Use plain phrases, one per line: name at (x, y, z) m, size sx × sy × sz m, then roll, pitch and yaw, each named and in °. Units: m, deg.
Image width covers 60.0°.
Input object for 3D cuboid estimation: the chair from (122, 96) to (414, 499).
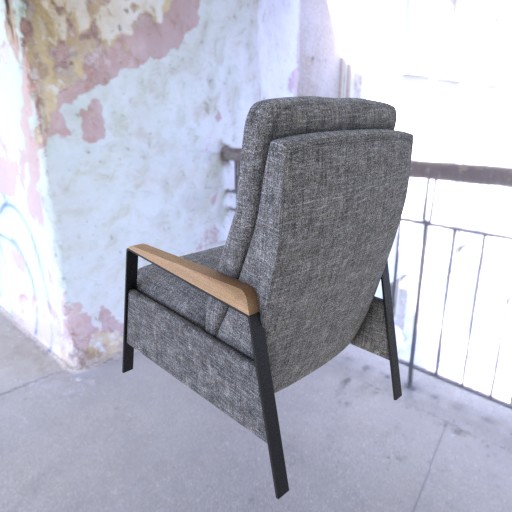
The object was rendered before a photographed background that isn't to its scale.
chair at (0.000, 0.000, 1.563) m, size 0.671 × 1.042 × 0.868 m, roll -17°, pitch 24°, yaw -41°
